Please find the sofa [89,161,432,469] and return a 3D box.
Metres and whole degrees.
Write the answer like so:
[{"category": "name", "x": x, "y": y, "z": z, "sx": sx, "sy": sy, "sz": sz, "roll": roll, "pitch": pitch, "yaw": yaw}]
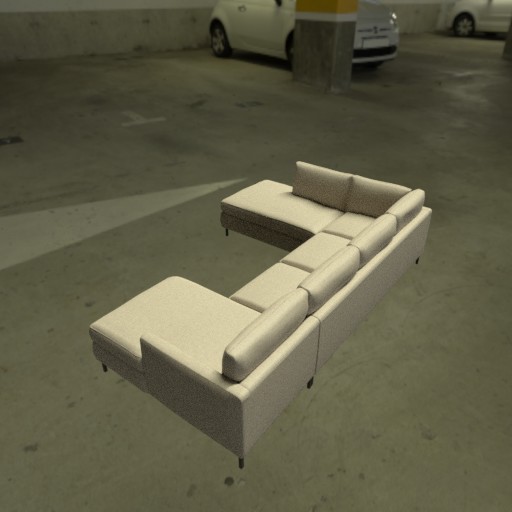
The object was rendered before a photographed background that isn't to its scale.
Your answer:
[{"category": "sofa", "x": 0.000, "y": 0.000, "z": 3.566, "sx": 1.879, "sy": 0.756, "sz": 2.737, "roll": 21, "pitch": 37, "yaw": 32}]
